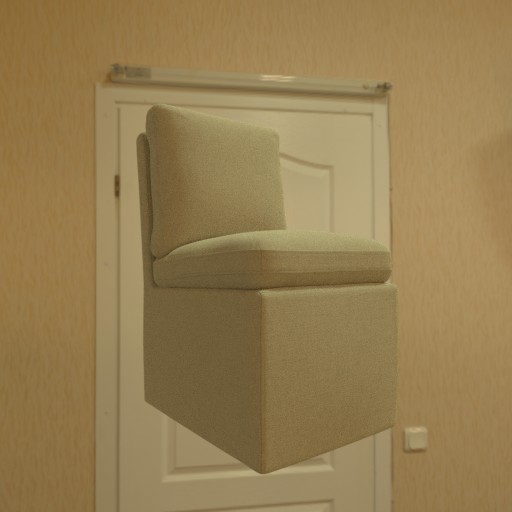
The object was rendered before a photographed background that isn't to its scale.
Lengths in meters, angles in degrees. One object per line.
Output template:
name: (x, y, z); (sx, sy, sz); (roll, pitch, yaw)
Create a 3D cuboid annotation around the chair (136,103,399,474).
chair: (0.000, 0.000, 1.321); (0.503, 0.927, 0.698); (0, -1, -37)
